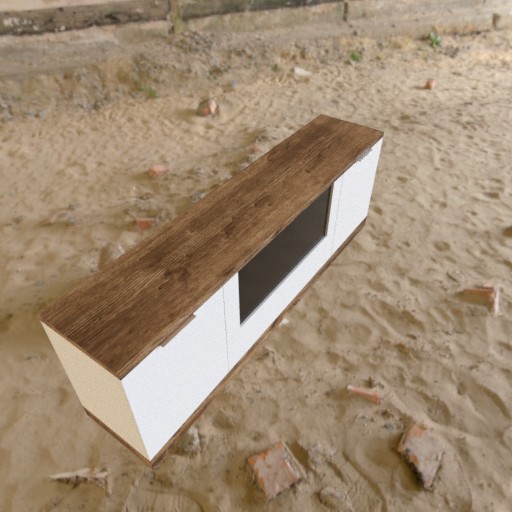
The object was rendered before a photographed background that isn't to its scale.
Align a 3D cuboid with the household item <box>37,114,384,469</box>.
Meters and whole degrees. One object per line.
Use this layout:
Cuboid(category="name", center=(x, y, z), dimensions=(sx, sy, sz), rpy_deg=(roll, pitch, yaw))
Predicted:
Cuboid(category="household item", center=(0.000, 0.000, 2.047), dimensions=(0.390, 0.615, 1.800), rpy_deg=(25, 48, 26))
